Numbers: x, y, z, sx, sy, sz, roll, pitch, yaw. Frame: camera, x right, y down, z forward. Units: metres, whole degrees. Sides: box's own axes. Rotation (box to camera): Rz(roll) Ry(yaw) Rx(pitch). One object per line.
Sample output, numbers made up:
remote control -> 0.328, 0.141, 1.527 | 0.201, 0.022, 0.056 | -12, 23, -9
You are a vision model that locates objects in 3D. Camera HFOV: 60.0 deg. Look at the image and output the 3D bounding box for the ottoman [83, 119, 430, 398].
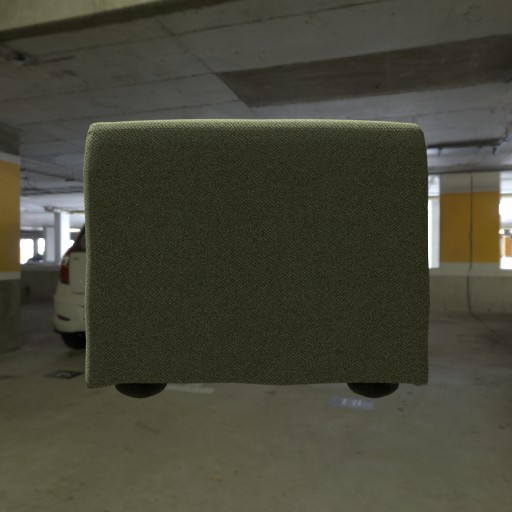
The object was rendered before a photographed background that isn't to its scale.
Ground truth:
ottoman -> 0.000, 0.000, 0.900 | 0.521, 0.453, 0.512 | 0, 0, 0
